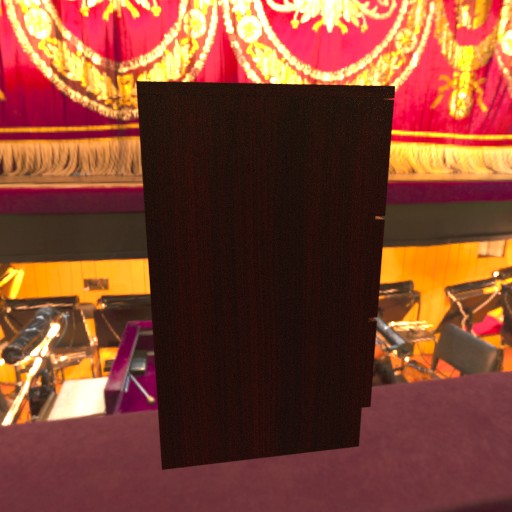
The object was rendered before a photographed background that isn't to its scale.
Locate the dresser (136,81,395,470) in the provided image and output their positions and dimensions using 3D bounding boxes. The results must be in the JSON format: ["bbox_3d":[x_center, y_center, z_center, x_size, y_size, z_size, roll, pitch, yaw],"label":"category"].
[{"bbox_3d":[0.000,0.000,0.825,0.360,0.560,0.400,-3,15,-9],"label":"dresser"}]
